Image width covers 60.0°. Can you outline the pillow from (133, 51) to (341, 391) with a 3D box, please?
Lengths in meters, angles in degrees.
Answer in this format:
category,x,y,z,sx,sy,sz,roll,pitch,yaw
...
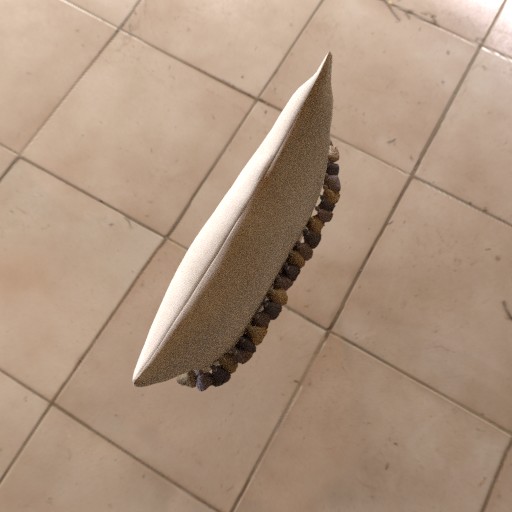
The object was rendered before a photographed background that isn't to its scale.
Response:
category,x,y,z,sx,sy,sz,roll,pitch,yaw
pillow,0.000,0.000,0.738,0.165,0.481,0.489,28,77,7
